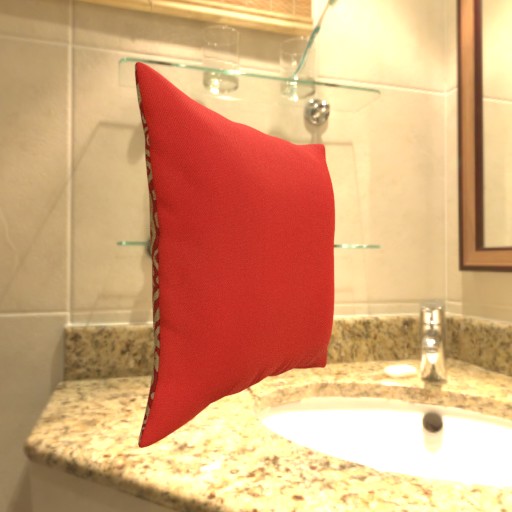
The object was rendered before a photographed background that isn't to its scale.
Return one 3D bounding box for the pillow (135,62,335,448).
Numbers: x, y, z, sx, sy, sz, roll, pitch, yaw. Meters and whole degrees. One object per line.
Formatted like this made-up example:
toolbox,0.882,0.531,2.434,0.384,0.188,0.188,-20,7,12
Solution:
pillow,0.000,0.000,0.787,0.192,0.507,0.522,0,-1,36
